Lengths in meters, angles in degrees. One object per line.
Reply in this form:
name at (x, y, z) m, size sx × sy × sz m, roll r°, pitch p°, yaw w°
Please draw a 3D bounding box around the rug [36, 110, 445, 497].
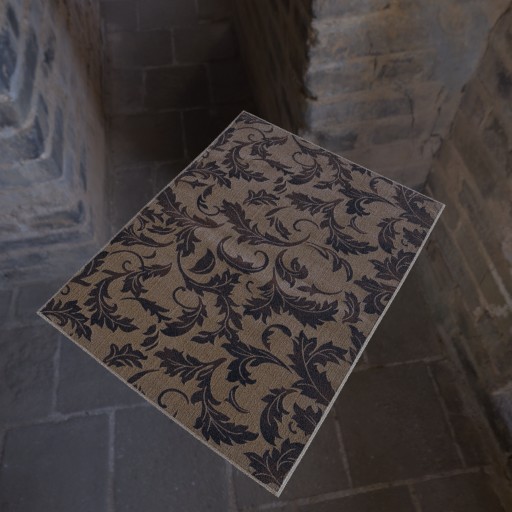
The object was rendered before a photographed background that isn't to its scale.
rug at (0.000, 0.000, 3.933) m, size 2.380 × 0.008 × 2.977 m, roll 30°, pitch 63°, yaw 17°
